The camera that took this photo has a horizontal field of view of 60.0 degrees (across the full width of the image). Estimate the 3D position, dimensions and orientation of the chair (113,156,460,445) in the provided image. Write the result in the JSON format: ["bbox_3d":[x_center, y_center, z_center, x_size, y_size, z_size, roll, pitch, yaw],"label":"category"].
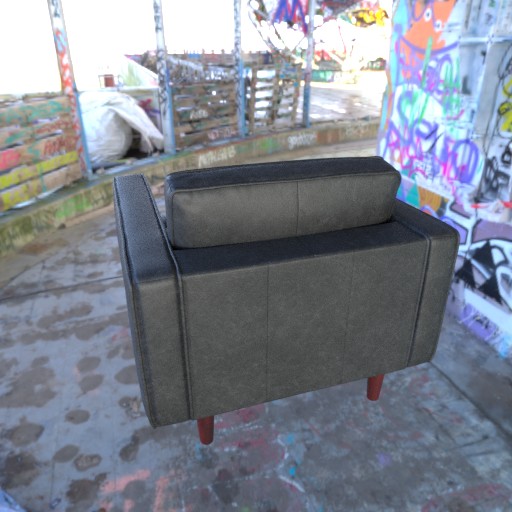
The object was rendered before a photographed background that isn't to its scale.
[{"bbox_3d":[0.000,0.000,1.527,0.889,0.763,0.914,-8,27,-16],"label":"chair"}]
